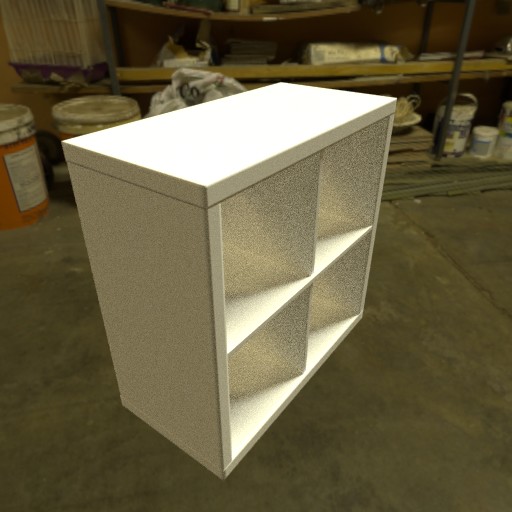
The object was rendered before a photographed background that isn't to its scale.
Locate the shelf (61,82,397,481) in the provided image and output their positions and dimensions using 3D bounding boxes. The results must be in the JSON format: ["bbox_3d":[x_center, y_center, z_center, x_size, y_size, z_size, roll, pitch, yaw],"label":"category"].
[{"bbox_3d":[0.000,0.000,1.269,0.390,0.786,0.790,21,37,31],"label":"shelf"}]
